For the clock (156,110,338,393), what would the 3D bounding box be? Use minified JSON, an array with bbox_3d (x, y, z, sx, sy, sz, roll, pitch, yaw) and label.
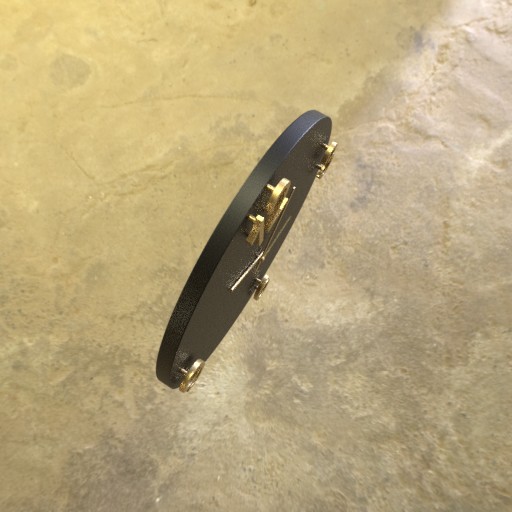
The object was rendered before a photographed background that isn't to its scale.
[{"bbox_3d":[0.000,0.000,0.679,0.038,0.454,0.454,30,76,8],"label":"clock"}]
